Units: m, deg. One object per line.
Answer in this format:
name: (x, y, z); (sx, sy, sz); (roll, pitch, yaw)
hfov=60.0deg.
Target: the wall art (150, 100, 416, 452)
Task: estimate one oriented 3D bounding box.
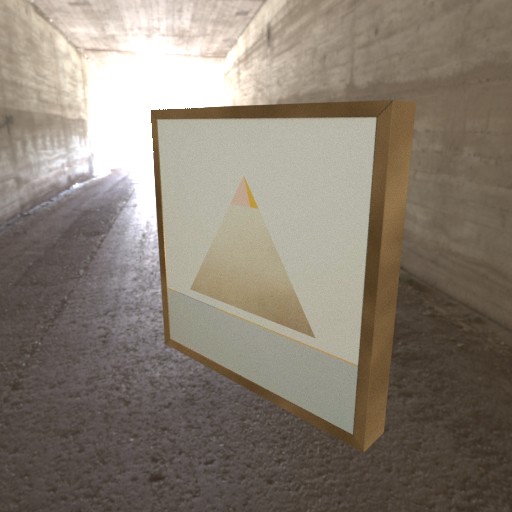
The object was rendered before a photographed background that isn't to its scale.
wall art: (0.000, 0.000, 0.473); (0.305, 0.303, 0.038); (15, 22, 41)
